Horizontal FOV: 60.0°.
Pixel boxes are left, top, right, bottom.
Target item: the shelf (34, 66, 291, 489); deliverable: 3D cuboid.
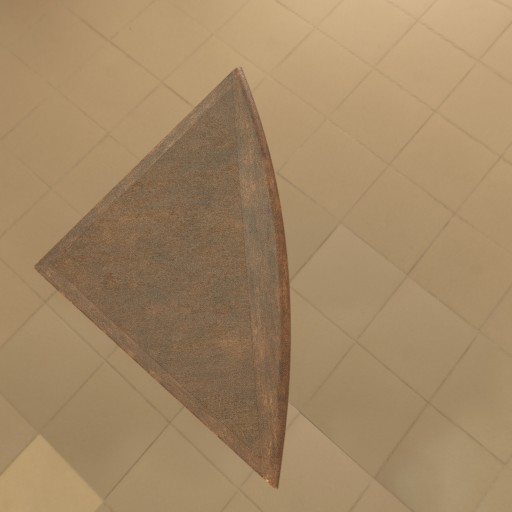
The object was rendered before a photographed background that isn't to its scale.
[{"bbox_3d":[0.000,0.000,0.461,0.310,0.050,0.310,39,78,10],"label":"shelf"}]
